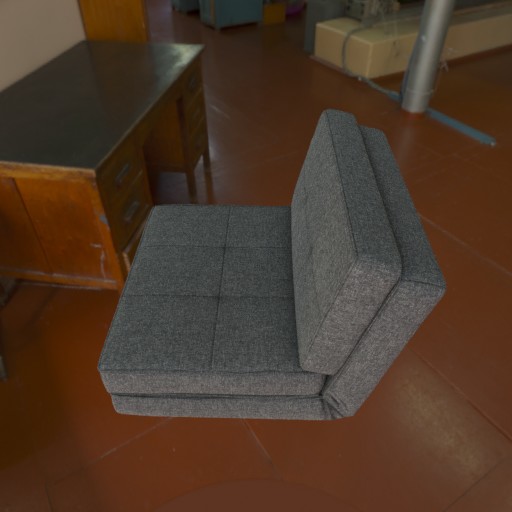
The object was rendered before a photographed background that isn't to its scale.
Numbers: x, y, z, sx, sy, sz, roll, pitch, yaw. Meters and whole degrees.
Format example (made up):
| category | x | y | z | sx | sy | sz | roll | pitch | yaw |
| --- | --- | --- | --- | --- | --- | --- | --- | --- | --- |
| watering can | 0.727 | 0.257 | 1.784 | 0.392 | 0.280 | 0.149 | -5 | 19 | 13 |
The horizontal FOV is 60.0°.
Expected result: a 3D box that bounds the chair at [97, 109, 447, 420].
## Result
| category | x | y | z | sx | sy | sz | roll | pitch | yaw |
| --- | --- | --- | --- | --- | --- | --- | --- | --- | --- |
| chair | 0.000 | 0.000 | 1.318 | 0.800 | 0.615 | 0.740 | 1 | 42 | 1 |
